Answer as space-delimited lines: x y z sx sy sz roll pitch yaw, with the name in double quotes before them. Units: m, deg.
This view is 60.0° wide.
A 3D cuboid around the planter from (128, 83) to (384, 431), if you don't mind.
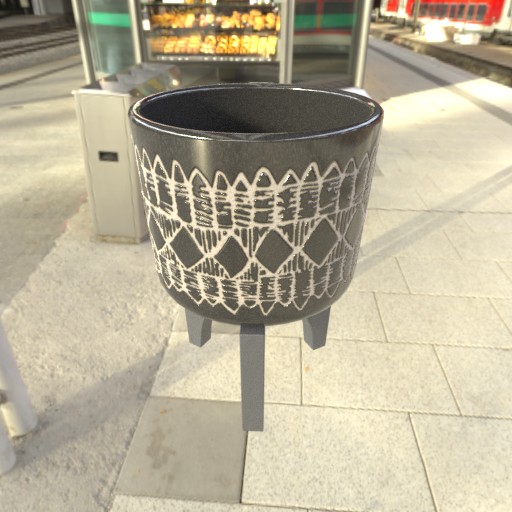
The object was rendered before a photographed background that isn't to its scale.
"planter" 0.000 0.000 0.532 0.251 0.355 0.251 1 30 2
